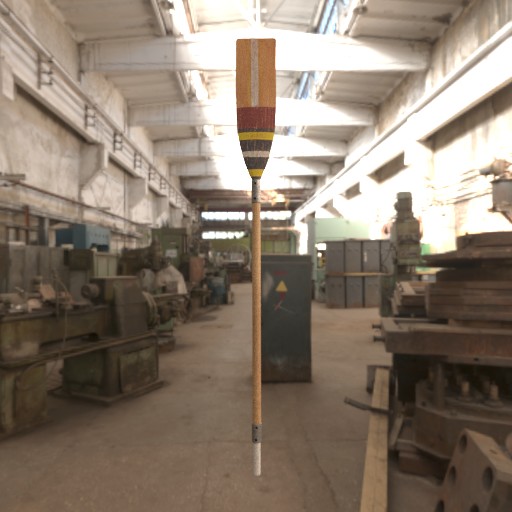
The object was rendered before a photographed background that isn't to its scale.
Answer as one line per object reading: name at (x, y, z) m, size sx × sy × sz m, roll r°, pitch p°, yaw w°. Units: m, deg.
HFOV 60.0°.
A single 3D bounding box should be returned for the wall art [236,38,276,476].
wall art at (0.000, 0.000, 1.584) m, size 0.146 × 1.556 × 0.038 m, roll 0°, pitch 0°, yaw 1°
